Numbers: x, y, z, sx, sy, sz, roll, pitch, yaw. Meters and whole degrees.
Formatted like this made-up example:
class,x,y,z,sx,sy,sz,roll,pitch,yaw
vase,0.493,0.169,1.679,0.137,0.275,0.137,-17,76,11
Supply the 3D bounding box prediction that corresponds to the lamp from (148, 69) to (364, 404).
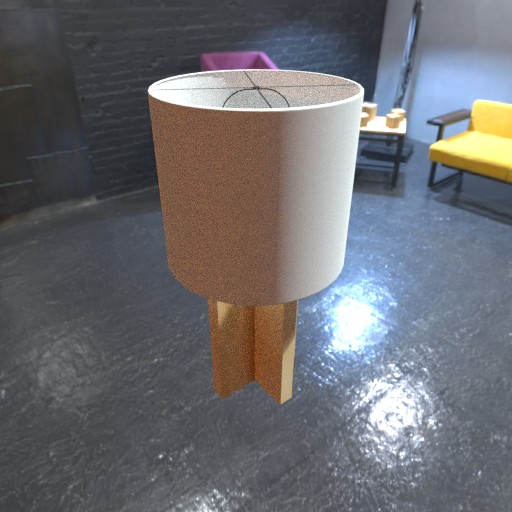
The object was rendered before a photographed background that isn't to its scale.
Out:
class,x,y,z,sx,sy,sz,roll,pitch,yaw
lamp,0.000,0.000,0.587,0.229,0.428,0.229,-22,37,-32
